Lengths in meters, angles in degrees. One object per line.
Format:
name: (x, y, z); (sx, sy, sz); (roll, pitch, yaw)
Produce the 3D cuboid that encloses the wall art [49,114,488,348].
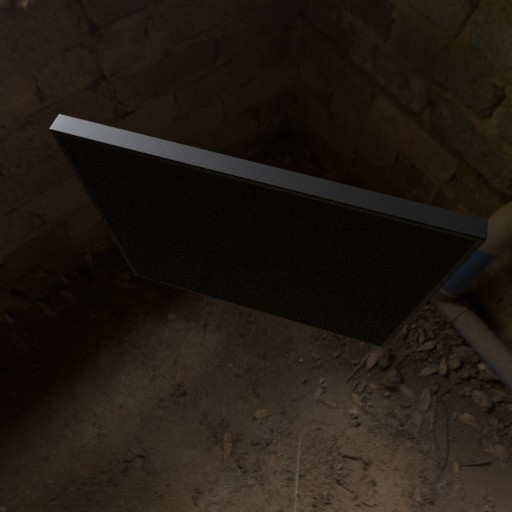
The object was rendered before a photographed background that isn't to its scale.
wall art: (0.000, 0.000, 0.752); (0.559, 0.458, 0.029); (15, 64, 8)
